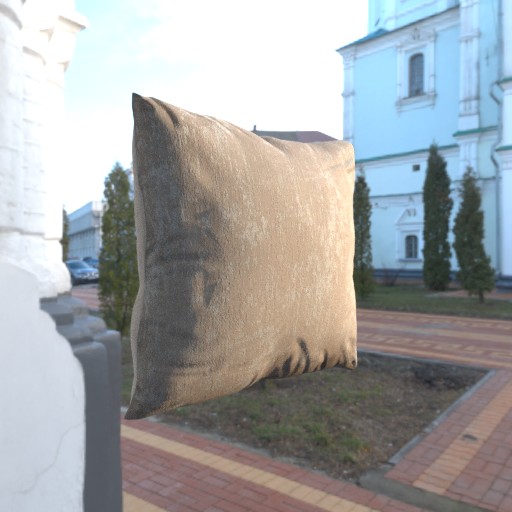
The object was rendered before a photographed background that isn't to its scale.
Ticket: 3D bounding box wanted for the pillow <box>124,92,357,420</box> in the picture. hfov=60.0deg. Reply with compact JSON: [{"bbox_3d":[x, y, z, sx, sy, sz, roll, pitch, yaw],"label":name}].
[{"bbox_3d":[0.000,0.000,0.741,0.450,0.448,0.245,0,0,-36],"label":"pillow"}]
